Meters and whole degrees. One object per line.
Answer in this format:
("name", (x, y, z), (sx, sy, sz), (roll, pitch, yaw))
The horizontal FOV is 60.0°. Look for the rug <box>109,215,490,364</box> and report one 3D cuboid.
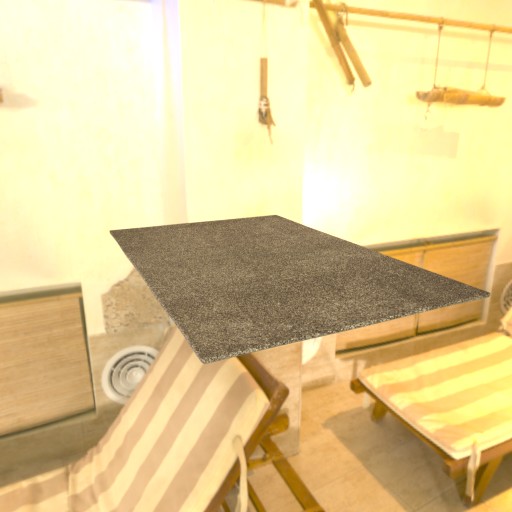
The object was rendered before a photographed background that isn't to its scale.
("rug", (0.000, 0.000, 3.422), (1.802, 0.026, 2.699), (-8, 18, -25))
